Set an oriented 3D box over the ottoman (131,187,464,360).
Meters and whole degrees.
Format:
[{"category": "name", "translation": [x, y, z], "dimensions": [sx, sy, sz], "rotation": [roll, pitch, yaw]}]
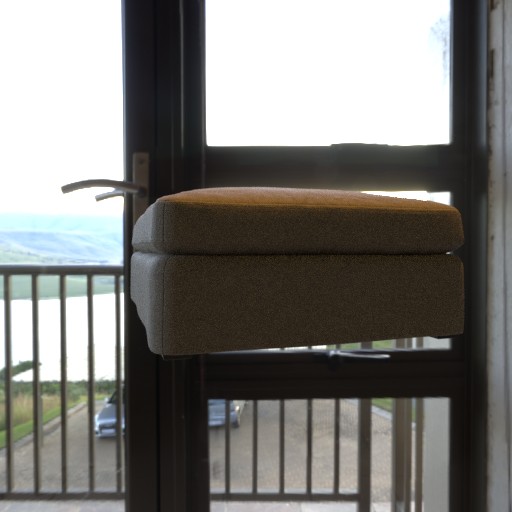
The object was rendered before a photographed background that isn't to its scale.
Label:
[{"category": "ottoman", "translation": [0.000, 0.000, 1.610], "dimensions": [0.840, 0.429, 1.199], "rotation": [0, 1, -18]}]
